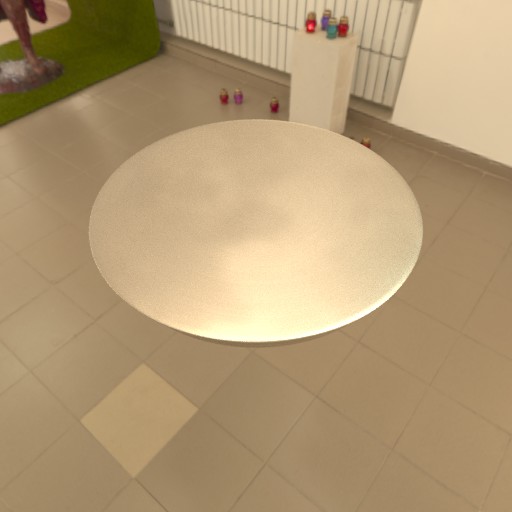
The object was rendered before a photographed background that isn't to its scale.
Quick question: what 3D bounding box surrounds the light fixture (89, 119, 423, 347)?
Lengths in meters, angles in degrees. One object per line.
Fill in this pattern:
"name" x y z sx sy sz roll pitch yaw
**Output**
"light fixture" 0.000 0.000 0.431 0.280 0.135 0.280 0 47 0
